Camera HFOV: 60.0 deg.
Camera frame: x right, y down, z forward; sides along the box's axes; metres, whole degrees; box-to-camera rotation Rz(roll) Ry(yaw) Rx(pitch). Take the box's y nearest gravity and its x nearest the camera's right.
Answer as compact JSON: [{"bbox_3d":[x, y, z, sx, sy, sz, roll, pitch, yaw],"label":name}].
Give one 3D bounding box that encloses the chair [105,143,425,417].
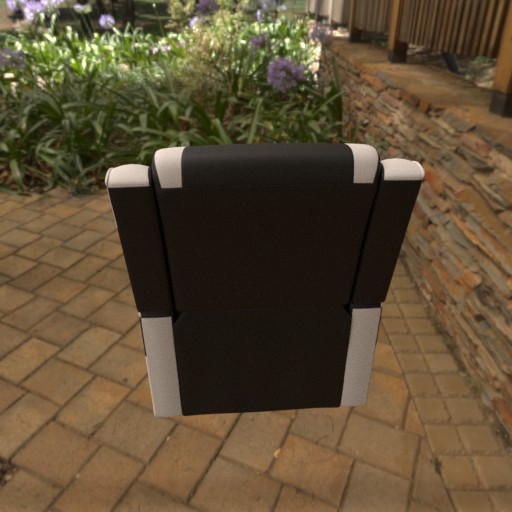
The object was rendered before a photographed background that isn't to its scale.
[{"bbox_3d":[0.000,0.000,1.293,0.620,0.805,0.672,-2,29,-4],"label":"chair"}]
